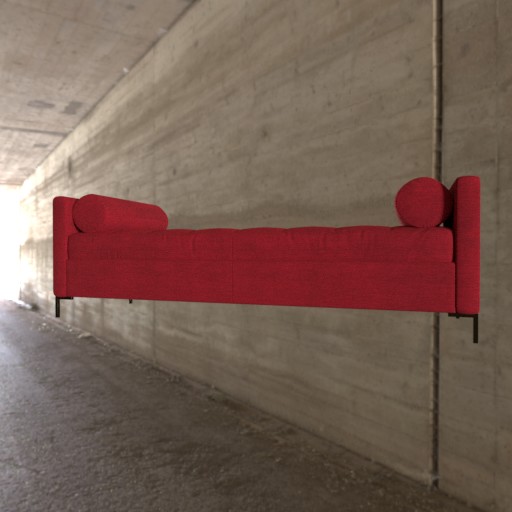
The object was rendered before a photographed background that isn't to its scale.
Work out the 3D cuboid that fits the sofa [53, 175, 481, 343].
[{"bbox_3d":[0.000,0.000,2.270,1.981,0.635,0.686,0,1,19],"label":"sofa"}]
